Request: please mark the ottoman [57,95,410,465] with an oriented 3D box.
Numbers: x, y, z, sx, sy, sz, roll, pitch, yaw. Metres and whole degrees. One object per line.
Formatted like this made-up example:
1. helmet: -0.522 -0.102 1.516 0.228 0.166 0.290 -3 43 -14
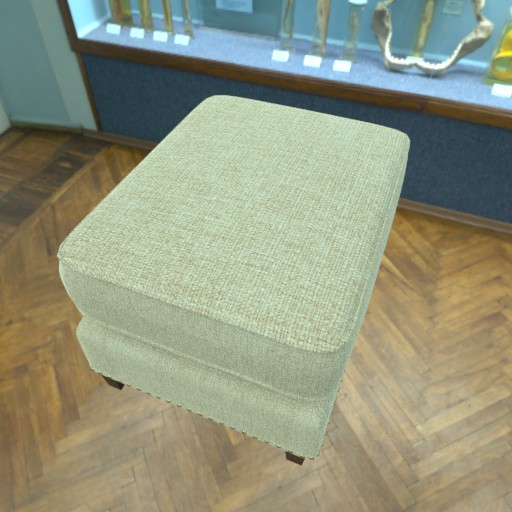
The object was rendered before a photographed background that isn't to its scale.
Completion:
1. ottoman: 0.000 0.000 1.117 0.589 0.537 0.738 17 49 15
